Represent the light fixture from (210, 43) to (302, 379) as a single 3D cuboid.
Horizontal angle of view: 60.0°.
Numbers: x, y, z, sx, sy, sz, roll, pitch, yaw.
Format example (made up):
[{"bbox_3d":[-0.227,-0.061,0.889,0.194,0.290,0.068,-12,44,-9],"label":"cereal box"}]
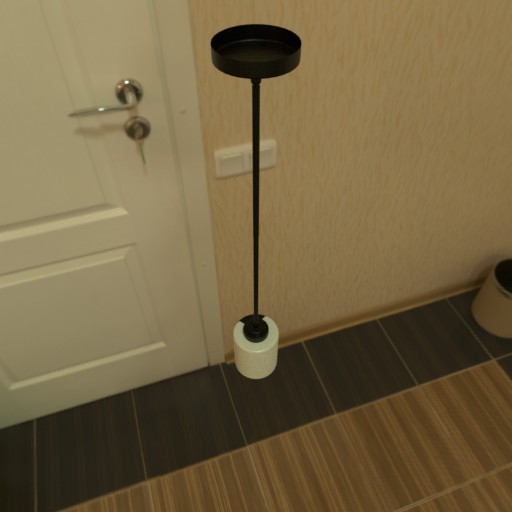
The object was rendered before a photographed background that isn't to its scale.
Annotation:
[{"bbox_3d":[0.000,0.000,0.919,0.123,0.863,0.123,34,56,27],"label":"light fixture"}]
